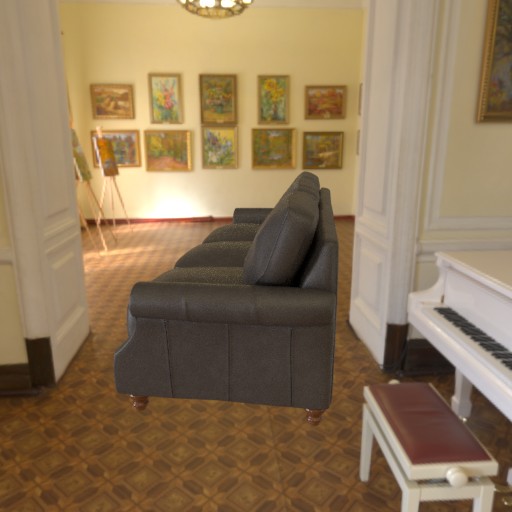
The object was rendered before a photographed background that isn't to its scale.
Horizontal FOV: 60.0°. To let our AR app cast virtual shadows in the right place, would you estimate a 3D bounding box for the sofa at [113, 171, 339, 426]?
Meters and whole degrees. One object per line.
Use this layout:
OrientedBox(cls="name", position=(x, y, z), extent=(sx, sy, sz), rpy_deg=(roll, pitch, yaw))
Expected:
OrientedBox(cls="sofa", position=(0.000, 0.000, 2.877), extent=(0.974, 0.977, 2.387), rpy_deg=(2, 14, 8))
